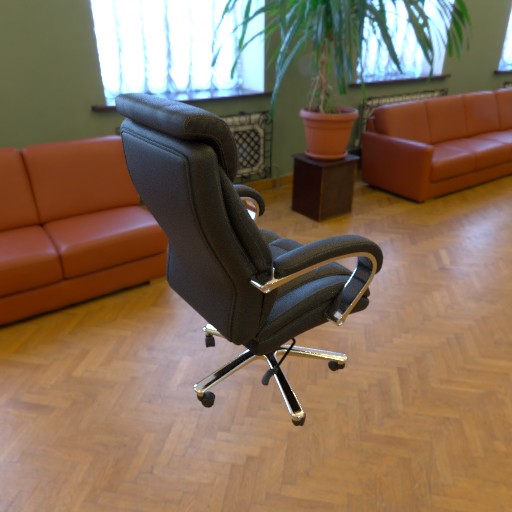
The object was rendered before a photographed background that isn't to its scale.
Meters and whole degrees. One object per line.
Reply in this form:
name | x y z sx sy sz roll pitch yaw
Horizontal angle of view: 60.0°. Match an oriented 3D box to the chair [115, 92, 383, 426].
chair | 0.000 0.000 1.678 0.790 1.183 0.755 -18 32 -32
